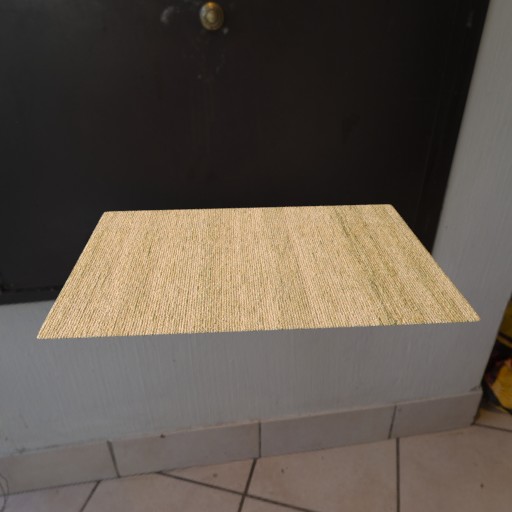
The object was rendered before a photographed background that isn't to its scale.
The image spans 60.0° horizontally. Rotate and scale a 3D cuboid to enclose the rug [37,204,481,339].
[{"bbox_3d":[0.000,0.000,2.223,1.758,0.010,1.143,-2,31,-3],"label":"rug"}]
